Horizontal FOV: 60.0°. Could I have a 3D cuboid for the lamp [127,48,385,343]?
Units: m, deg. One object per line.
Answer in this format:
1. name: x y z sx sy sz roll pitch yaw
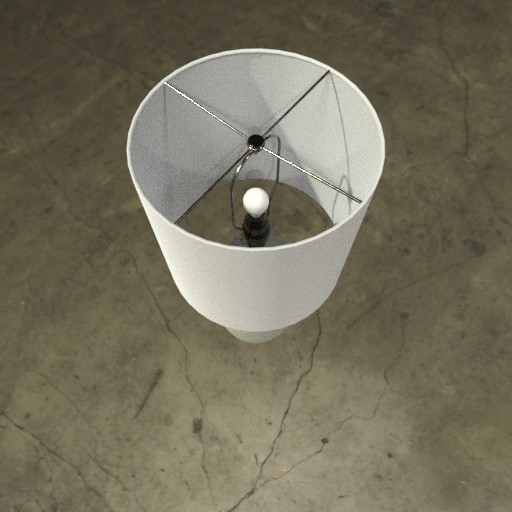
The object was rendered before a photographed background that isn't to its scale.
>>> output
1. lamp: 0.000 0.000 0.576 0.217 0.453 0.217 35 69 16
